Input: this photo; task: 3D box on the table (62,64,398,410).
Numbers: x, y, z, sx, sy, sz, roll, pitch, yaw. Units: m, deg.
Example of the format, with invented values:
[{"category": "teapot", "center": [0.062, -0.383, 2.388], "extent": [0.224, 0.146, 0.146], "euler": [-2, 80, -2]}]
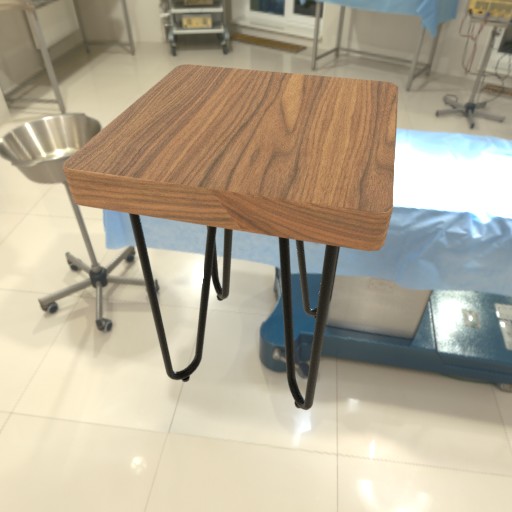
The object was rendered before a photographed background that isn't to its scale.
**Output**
[{"category": "table", "center": [0.000, 0.000, 0.986], "extent": [0.479, 0.641, 0.480], "euler": [10, 42, 11]}]
